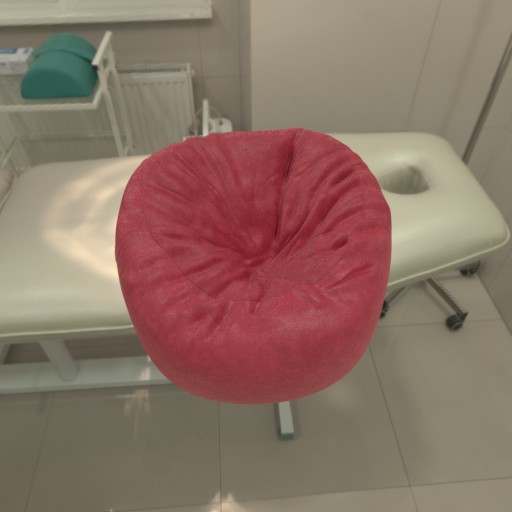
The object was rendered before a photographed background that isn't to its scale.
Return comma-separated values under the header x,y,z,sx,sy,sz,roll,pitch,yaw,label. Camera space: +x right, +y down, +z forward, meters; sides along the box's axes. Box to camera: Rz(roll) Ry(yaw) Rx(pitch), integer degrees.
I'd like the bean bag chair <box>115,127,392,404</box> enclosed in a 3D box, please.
x,y,z,sx,sy,sz,roll,pitch,yaw,label
0.000,0.000,2.453,1.524,0.878,1.524,-3,47,-3,bean bag chair
